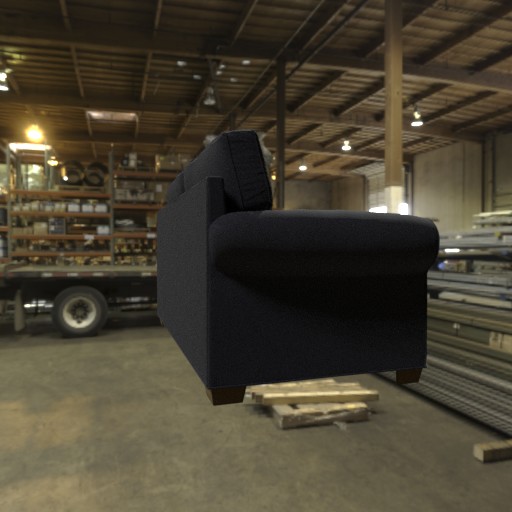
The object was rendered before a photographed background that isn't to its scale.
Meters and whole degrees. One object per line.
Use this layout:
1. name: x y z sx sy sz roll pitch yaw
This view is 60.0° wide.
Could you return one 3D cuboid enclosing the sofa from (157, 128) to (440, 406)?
1. sofa: 0.000 0.000 2.550 0.951 1.031 2.009 0 1 -18
